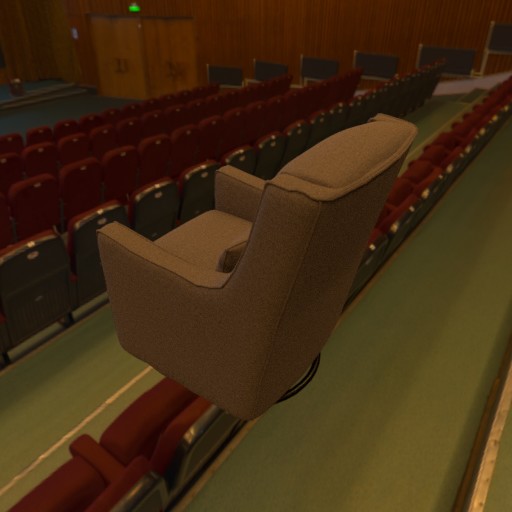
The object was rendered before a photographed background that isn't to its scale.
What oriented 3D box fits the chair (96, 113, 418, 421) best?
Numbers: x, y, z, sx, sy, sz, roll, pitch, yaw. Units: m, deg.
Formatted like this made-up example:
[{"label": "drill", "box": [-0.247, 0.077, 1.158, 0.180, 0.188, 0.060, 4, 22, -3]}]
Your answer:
[{"label": "chair", "box": [0.000, 0.000, 1.612, 0.879, 0.993, 0.732, 21, 38, 28]}]
